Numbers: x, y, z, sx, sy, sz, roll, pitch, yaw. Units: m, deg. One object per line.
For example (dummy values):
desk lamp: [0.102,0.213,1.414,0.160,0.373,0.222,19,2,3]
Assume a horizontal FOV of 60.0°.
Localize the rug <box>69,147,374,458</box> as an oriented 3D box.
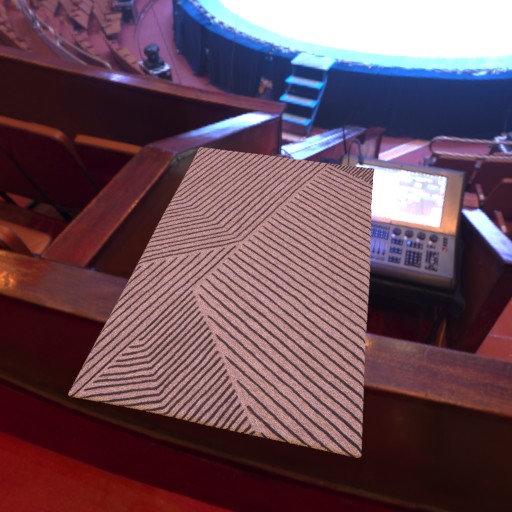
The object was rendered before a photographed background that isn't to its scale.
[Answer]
rug: [0.000,0.000,3.045,1.539,0.023,2.406,9,47,8]
